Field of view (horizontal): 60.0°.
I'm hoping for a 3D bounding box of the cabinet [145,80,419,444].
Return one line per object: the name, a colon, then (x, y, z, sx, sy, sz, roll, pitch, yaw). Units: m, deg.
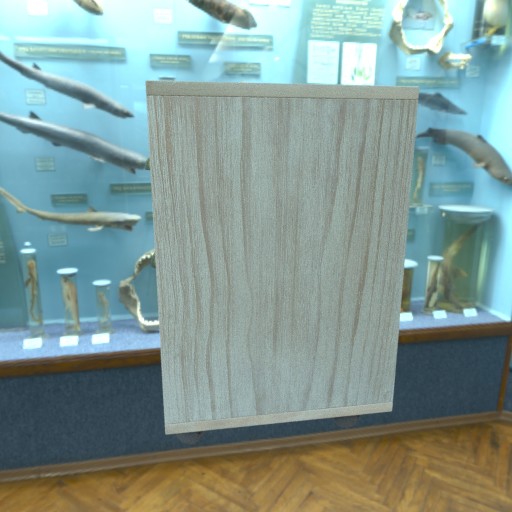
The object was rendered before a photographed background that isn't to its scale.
cabinet: (0.000, 0.000, 0.861, 0.401, 0.579, 0.409, -2, 14, -9)
